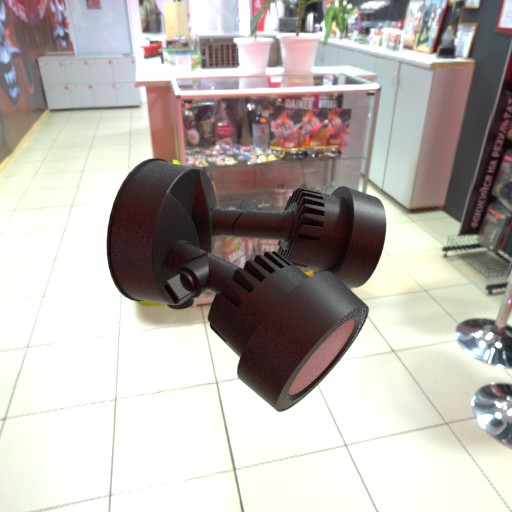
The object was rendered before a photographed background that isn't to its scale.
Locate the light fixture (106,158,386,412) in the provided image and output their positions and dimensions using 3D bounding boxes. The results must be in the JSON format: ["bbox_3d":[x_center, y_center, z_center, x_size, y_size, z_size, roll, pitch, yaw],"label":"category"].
[{"bbox_3d":[0.000,0.000,0.315,0.168,0.120,0.213,10,32,17],"label":"light fixture"}]
